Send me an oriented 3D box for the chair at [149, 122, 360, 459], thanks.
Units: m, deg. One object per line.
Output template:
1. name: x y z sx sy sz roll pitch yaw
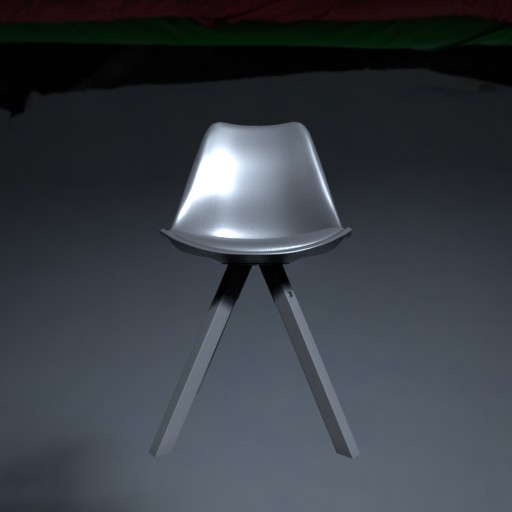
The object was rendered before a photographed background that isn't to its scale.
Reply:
1. chair: 0.000 0.000 1.171 0.485 0.850 0.530 0 0 1
